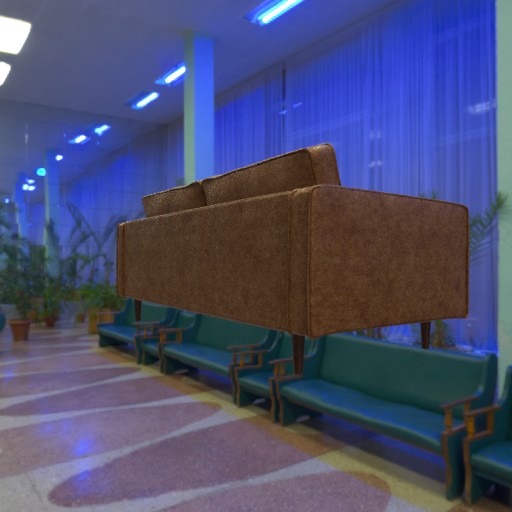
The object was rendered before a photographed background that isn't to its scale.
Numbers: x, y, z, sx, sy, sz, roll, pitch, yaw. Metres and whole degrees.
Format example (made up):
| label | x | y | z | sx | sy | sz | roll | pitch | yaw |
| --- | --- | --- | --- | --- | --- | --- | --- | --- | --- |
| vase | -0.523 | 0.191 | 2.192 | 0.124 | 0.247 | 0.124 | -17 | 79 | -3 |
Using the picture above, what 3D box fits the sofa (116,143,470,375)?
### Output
| label | x | y | z | sx | sy | sz | roll | pitch | yaw |
| --- | --- | --- | --- | --- | --- | --- | --- | --- | --- |
| sofa | 0.000 | 0.000 | 2.395 | 0.924 | 0.825 | 1.920 | 0 | 0 | -35 |
